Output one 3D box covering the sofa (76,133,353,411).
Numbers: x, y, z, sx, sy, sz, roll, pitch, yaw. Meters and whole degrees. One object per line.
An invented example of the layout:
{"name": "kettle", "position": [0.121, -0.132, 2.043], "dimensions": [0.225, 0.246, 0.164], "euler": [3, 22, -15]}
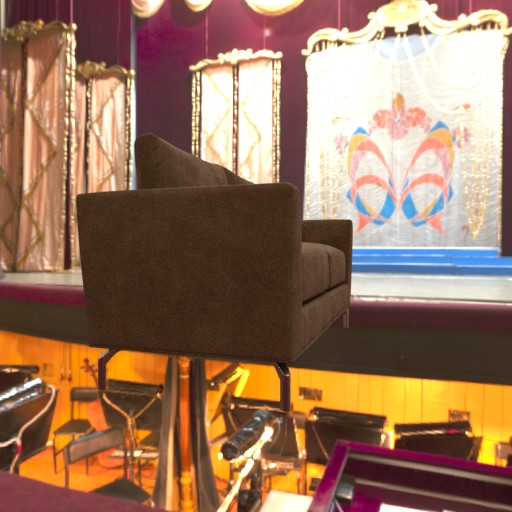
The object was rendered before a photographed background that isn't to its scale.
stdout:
{"name": "sofa", "position": [0.000, 0.000, 2.400], "dimensions": [0.855, 1.013, 1.832], "euler": [0, 1, 18]}
